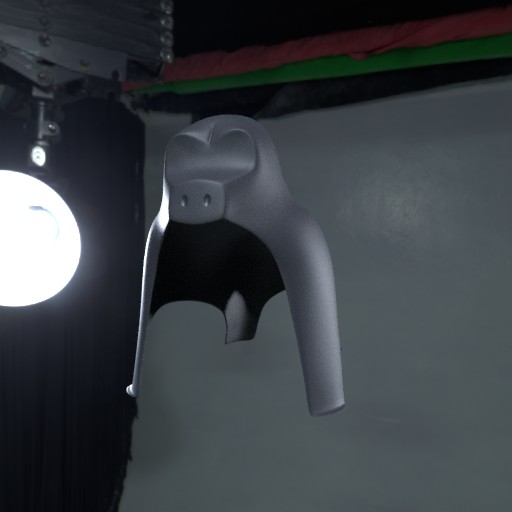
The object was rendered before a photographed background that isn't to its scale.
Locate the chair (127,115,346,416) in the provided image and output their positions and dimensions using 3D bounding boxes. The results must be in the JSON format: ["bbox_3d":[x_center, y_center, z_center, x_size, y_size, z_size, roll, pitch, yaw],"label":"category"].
[{"bbox_3d":[0.000,0.000,1.141,0.490,0.600,0.758,0,1,16],"label":"chair"}]
